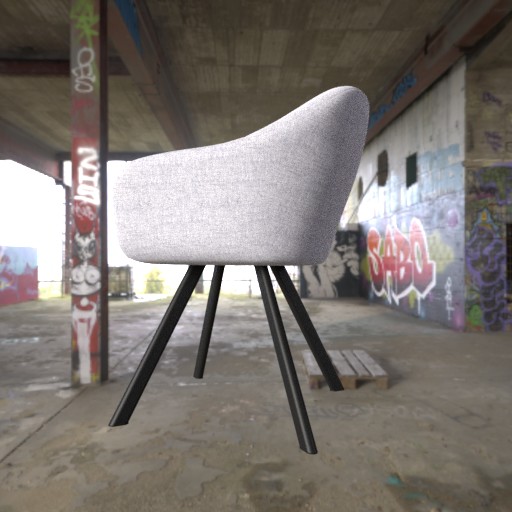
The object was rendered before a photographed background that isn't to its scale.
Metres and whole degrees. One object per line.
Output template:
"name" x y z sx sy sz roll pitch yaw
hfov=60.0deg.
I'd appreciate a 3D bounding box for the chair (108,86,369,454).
"chair" 0.000 0.000 1.148 0.570 0.780 0.540 0 0 18
